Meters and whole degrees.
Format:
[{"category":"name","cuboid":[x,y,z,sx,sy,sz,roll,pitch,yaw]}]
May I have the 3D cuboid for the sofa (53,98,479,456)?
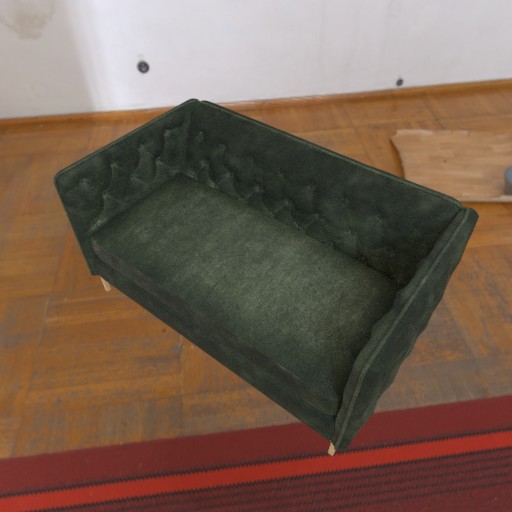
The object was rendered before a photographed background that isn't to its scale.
[{"category":"sofa","cuboid":[0.000,0.000,2.039,1.537,0.768,0.895,29,53,25]}]
